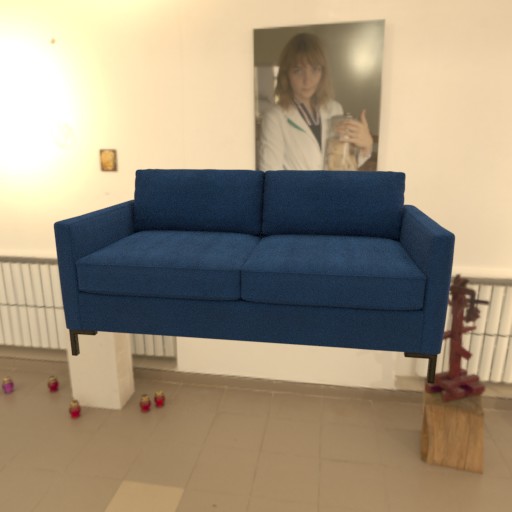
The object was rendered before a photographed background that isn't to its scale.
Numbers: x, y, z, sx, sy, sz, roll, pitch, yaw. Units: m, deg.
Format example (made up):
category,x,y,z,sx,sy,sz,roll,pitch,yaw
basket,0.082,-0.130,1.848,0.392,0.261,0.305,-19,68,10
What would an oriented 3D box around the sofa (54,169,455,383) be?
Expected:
category,x,y,z,sx,sy,sz,roll,pitch,yaw
sofa,0.000,0.000,2.223,1.676,0.817,0.875,2,15,9
